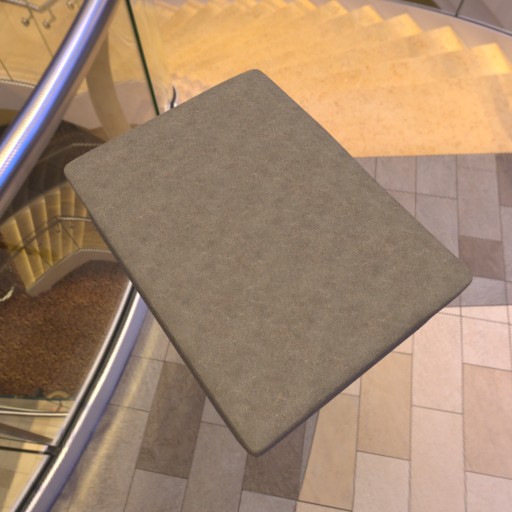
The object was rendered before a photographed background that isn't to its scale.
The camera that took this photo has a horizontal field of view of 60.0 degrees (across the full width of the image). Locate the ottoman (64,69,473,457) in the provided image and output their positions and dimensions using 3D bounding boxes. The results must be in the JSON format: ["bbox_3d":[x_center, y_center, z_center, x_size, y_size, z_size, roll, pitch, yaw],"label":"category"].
[{"bbox_3d":[0.000,0.000,1.236,0.639,0.464,0.839,-33,68,-15],"label":"ottoman"}]
